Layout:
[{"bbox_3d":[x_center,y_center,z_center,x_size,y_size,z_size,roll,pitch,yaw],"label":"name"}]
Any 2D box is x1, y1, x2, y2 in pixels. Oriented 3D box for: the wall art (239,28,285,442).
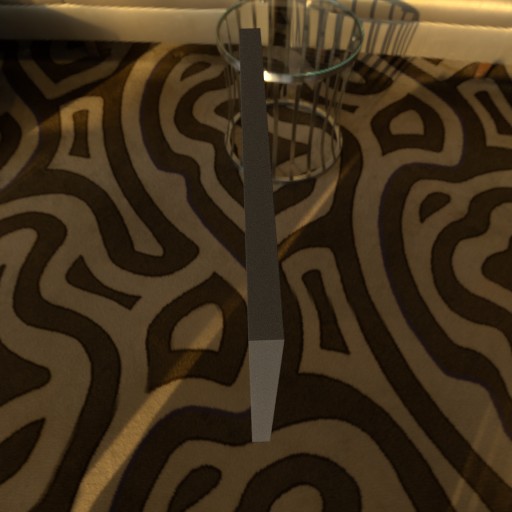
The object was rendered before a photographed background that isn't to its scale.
[{"bbox_3d":[0.000,0.000,0.759,0.033,0.507,0.508,-2,58,-1],"label":"wall art"}]
